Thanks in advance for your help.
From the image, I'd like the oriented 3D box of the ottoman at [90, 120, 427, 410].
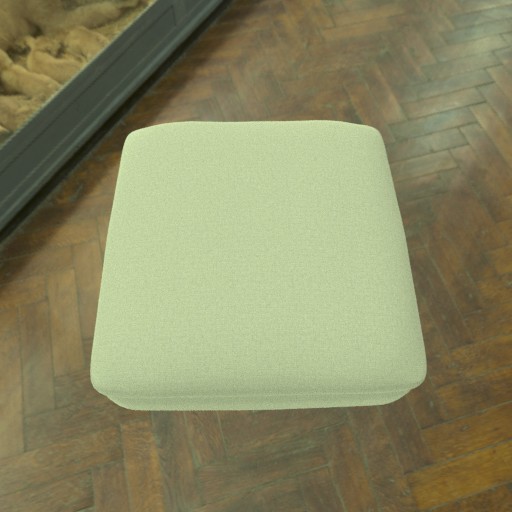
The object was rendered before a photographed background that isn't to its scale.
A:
[{"bbox_3d":[0.000,0.000,1.561,0.977,0.467,0.996,-1,63,-1],"label":"ottoman"}]
